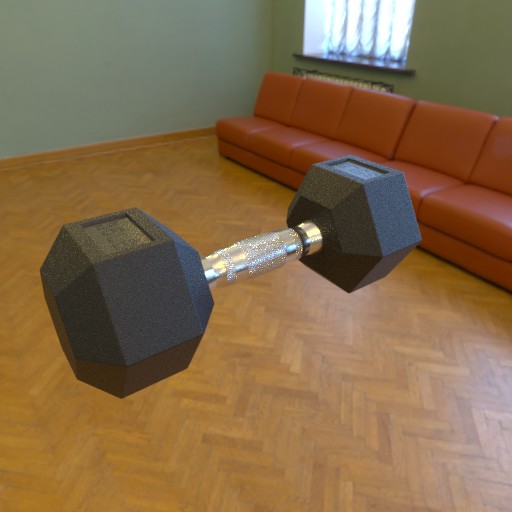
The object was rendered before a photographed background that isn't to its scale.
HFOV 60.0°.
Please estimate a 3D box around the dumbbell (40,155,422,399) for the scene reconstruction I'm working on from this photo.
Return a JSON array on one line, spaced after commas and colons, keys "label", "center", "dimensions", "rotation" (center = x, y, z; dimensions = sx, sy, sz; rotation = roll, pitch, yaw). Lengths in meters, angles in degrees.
[{"label": "dumbbell", "center": [0.000, 0.000, 0.416], "dimensions": [0.356, 0.123, 0.141], "rotation": [-19, 35, -30]}]
